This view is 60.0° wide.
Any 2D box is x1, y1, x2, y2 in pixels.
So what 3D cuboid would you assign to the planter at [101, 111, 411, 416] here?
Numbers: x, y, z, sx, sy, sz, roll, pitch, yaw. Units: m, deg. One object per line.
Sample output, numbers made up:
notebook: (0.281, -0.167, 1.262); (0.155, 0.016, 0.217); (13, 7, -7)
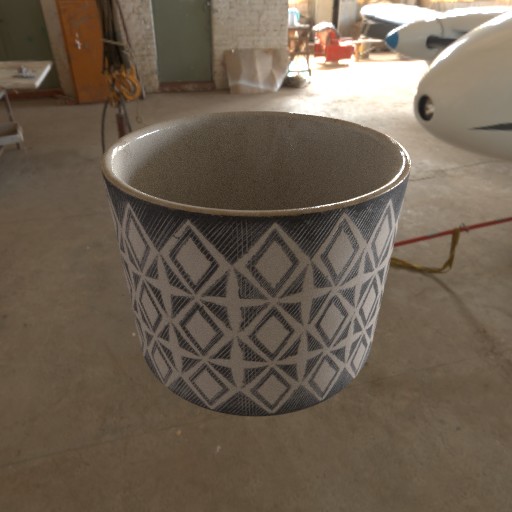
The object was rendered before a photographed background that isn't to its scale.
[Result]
planter: (0.000, 0.000, 0.329); (0.192, 0.165, 0.192); (0, 32, 0)
